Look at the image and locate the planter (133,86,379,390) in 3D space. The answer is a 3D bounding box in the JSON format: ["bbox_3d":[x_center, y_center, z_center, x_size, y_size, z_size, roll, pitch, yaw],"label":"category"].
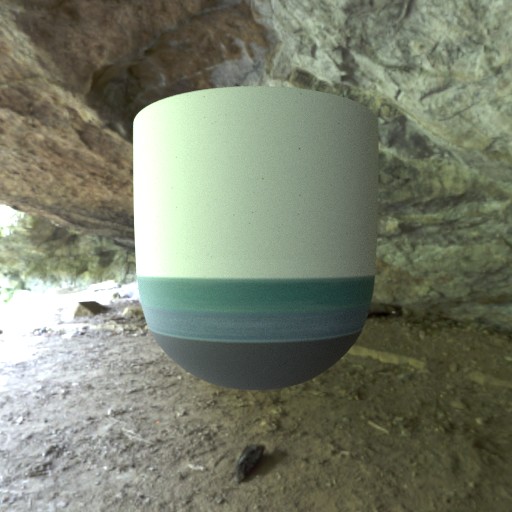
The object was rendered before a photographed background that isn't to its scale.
[{"bbox_3d":[0.000,0.000,0.381,0.204,0.214,0.204,0,-1,0],"label":"planter"}]
